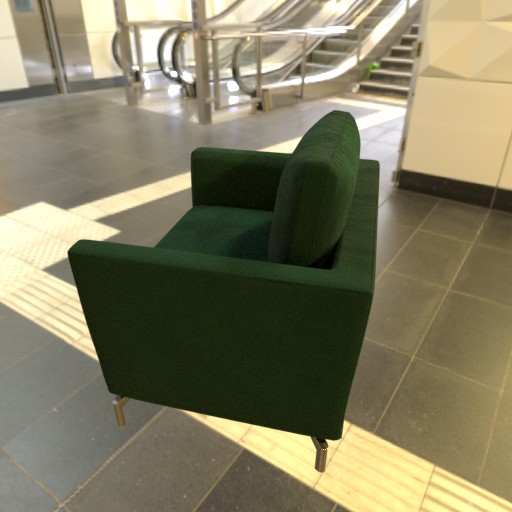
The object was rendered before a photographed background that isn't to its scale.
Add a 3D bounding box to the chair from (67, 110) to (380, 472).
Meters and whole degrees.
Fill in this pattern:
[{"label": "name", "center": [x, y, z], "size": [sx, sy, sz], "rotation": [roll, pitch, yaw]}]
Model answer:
[{"label": "chair", "center": [0.000, 0.000, 1.704], "size": [0.852, 0.997, 1.047], "rotation": [7, 31, 12]}]
